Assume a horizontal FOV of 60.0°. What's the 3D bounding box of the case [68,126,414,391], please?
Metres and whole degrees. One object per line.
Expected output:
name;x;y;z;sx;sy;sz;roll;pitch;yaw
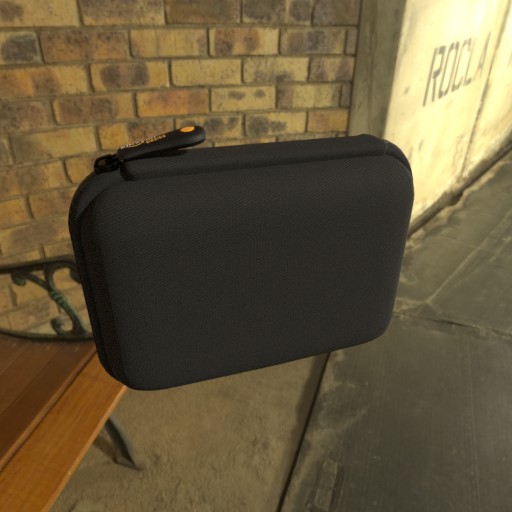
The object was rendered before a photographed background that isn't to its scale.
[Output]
case;0.000;0.000;0.177;0.132;0.105;0.038;-9;31;-15
